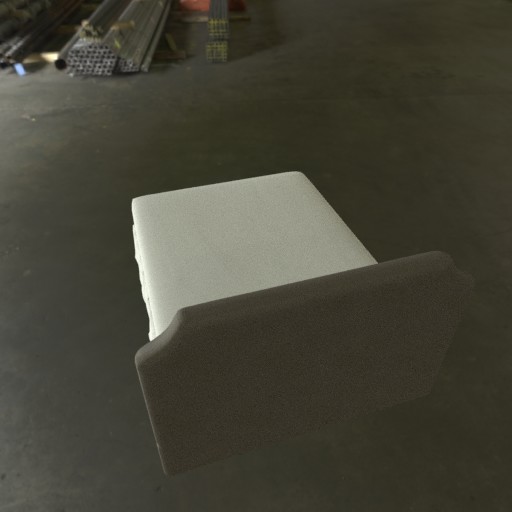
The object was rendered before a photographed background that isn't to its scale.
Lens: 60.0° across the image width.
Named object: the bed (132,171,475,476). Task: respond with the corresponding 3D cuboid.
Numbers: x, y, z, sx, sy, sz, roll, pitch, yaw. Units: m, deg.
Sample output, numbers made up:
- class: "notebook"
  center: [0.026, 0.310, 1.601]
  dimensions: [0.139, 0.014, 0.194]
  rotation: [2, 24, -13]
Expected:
- class: "bed"
  center: [0.000, 0.000, 3.234]
  dimensions: [1.831, 1.297, 2.181]
  rotation: [-12, 41, -14]
